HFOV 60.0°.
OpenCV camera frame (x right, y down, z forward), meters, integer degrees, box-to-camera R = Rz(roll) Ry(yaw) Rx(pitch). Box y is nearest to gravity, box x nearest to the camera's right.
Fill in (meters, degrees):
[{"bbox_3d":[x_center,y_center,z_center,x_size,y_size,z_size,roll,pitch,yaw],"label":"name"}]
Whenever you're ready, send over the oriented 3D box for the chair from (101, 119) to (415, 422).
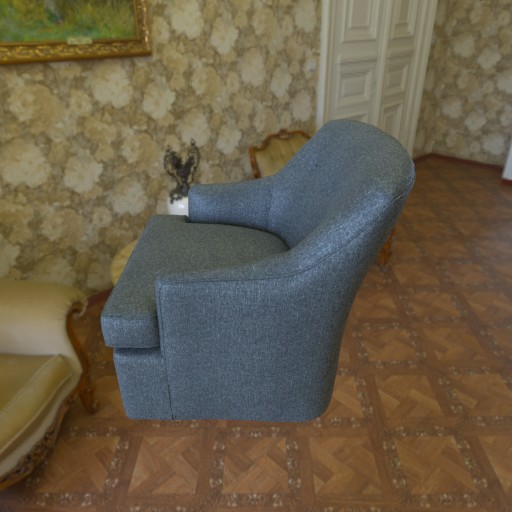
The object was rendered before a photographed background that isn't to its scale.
[{"bbox_3d":[0.000,0.000,1.592,0.923,0.856,0.864,0,28,-1],"label":"chair"}]
